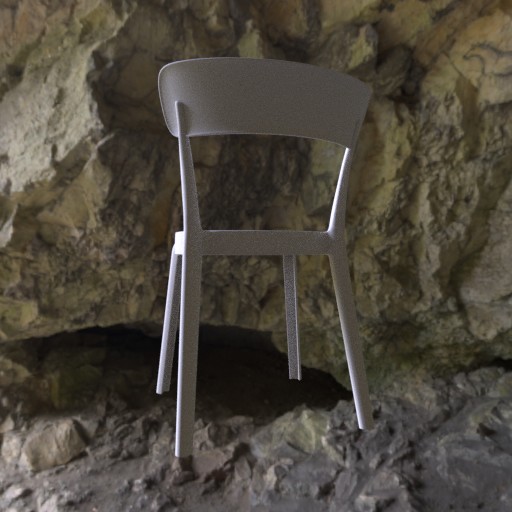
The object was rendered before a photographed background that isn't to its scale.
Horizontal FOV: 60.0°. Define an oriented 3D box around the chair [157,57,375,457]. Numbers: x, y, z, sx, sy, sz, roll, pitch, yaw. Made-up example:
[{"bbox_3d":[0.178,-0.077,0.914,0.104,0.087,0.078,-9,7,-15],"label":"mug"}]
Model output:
[{"bbox_3d":[0.000,0.000,1.122,0.506,0.790,0.491,0,1,-18],"label":"chair"}]
